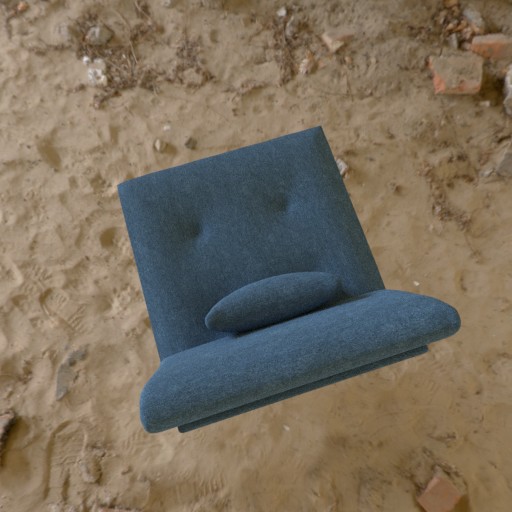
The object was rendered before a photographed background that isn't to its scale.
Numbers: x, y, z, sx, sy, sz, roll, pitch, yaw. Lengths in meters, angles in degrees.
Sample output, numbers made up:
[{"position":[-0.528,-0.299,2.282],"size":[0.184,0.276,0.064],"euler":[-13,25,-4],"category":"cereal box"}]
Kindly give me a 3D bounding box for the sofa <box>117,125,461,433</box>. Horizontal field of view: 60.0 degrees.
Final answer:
[{"position":[0.000,0.000,1.660],"size":[0.930,0.820,1.000],"euler":[-17,76,-4],"category":"sofa"}]
